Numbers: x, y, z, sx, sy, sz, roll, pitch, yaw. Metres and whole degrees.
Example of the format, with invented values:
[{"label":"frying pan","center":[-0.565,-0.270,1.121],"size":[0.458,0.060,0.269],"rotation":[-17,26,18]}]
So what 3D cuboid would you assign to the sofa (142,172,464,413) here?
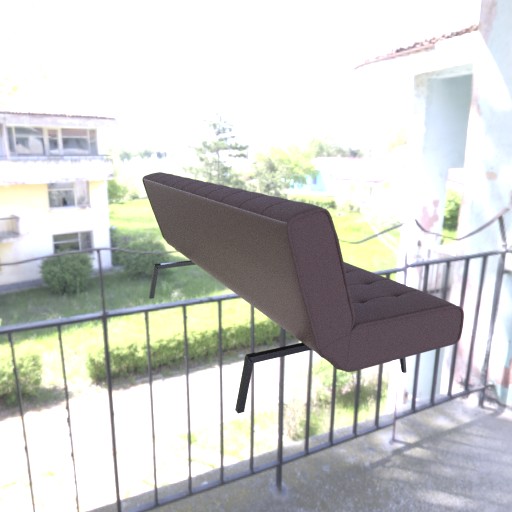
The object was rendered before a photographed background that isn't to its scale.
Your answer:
[{"label":"sofa","center":[0.000,0.000,2.073],"size":[0.747,0.699,1.703],"rotation":[-7,16,-25]}]
